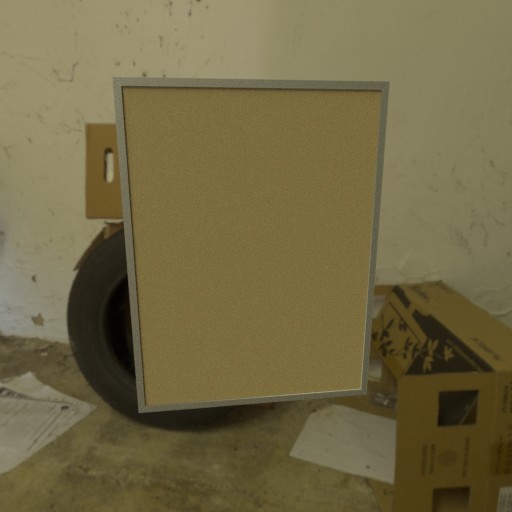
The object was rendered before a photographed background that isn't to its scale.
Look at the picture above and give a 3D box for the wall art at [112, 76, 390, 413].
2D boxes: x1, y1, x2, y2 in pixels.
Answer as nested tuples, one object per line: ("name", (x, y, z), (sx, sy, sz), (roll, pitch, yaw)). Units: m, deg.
("wall art", (0.000, 0.000, 1.401), (0.789, 1.042, 0.034), (-2, 15, -8))
